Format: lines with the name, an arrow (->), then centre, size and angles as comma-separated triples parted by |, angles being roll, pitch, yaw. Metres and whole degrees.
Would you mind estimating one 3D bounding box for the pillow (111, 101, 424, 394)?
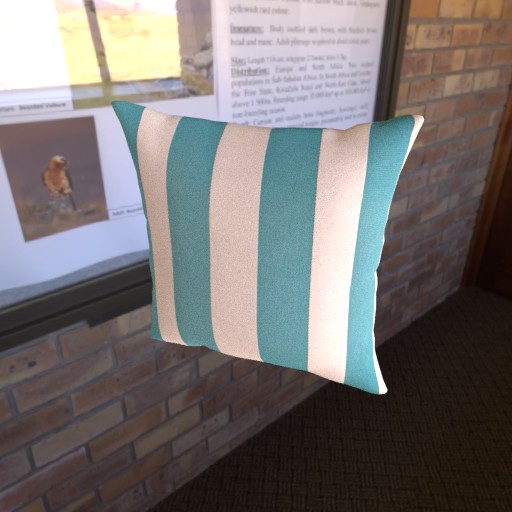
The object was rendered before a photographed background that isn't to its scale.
pillow -> 0.000, 0.000, 0.817 | 0.536, 0.526, 0.189 | 8, 28, 15
